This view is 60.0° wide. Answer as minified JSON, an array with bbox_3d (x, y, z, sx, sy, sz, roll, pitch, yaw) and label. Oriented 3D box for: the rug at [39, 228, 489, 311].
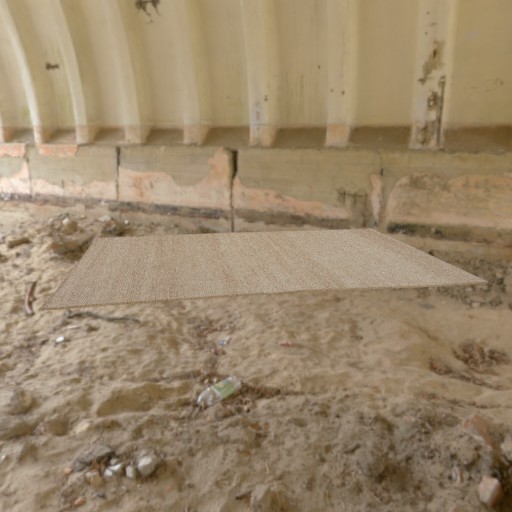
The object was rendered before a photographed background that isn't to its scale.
[{"bbox_3d":[0.000,0.000,2.996,2.346,0.029,1.574,-2,15,-9],"label":"rug"}]
